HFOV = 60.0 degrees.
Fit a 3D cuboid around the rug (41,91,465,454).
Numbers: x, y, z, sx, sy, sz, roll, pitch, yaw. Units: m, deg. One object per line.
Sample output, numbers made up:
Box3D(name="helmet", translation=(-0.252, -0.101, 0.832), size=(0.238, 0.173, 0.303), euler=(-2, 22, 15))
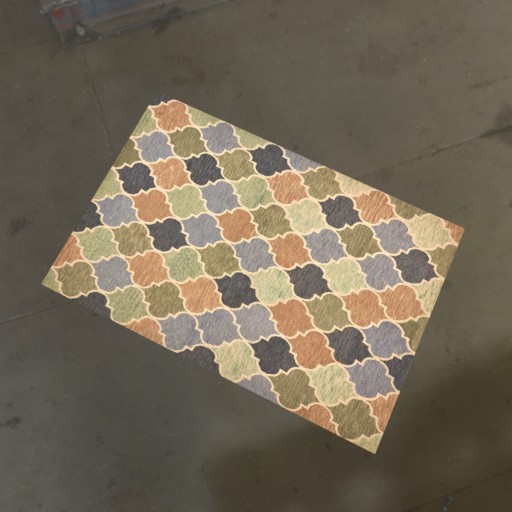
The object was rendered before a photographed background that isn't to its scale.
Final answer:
Box3D(name="rug", translation=(0.000, 0.000, 2.280), size=(1.828, 0.006, 1.216), euler=(25, 78, 6))
